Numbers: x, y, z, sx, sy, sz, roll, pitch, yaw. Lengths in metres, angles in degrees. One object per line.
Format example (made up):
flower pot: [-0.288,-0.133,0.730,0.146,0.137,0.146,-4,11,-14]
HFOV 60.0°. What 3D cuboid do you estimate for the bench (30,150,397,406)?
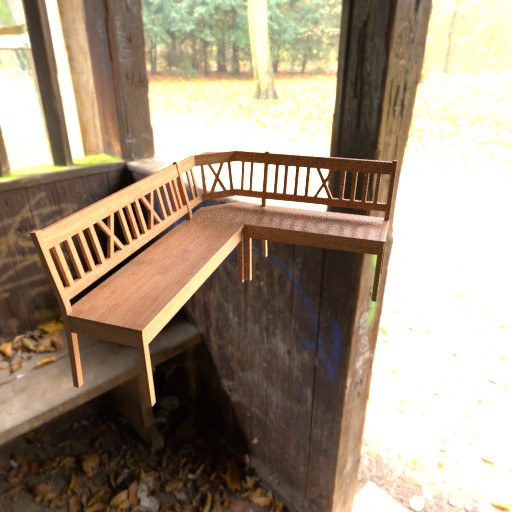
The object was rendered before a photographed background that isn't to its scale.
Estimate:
bench: [0.000,0.000,2.828,1.537,0.902,1.937,8,27,16]
